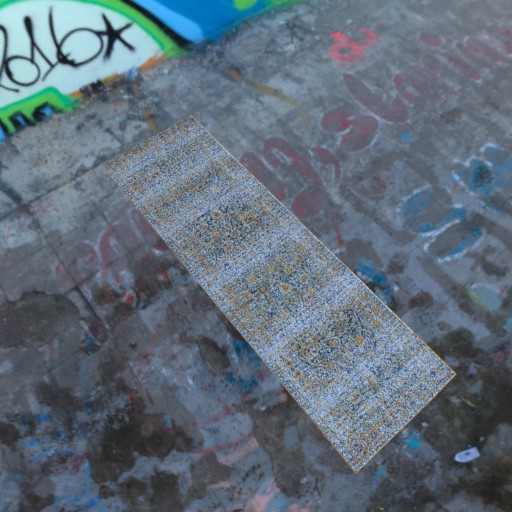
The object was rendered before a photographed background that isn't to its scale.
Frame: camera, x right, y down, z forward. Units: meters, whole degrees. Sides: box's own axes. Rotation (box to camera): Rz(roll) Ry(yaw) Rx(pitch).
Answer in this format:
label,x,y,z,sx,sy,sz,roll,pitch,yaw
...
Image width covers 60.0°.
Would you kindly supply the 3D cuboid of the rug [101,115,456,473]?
label,x,y,z,sx,sy,sz,roll,pitch,yaw
rug,0.000,0.000,2.518,0.704,0.014,2.294,-35,67,-18
